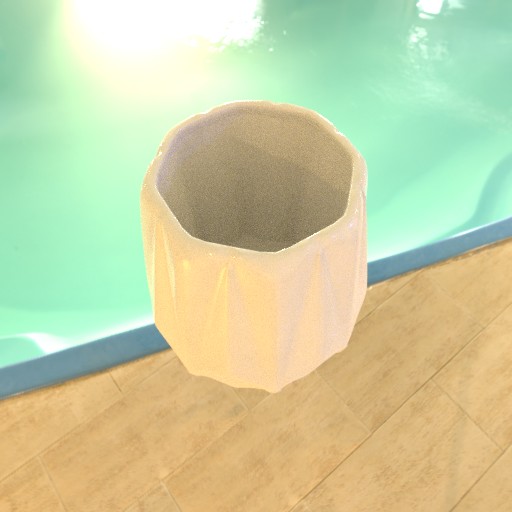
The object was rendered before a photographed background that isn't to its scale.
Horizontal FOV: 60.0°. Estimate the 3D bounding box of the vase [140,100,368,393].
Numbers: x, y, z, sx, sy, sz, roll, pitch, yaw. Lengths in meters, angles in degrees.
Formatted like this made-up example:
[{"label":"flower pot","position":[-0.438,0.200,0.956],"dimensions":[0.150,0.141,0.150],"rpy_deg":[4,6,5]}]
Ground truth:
[{"label":"vase","position":[0.000,0.000,0.269],"dimensions":[0.141,0.152,0.141],"rpy_deg":[0,58,0]}]
